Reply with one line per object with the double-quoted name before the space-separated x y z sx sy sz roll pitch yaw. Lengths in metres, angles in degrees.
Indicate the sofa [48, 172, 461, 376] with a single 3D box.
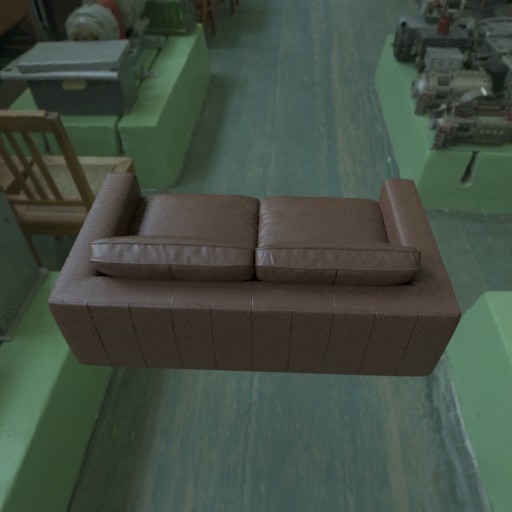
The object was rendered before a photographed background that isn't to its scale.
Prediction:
"sofa" 0.000 0.000 2.500 1.920 0.800 1.070 2 46 2
